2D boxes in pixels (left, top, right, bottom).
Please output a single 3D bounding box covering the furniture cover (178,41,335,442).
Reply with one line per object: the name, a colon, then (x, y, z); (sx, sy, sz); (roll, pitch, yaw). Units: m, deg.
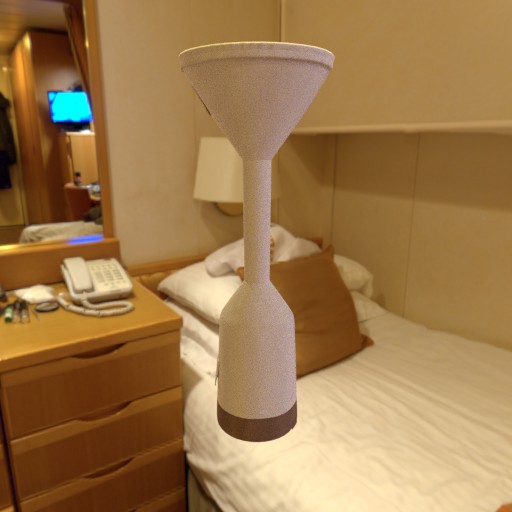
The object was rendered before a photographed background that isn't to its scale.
furniture cover: (0.000, 0.000, 2.913); (0.914, 2.413, 0.914); (2, 15, 9)
